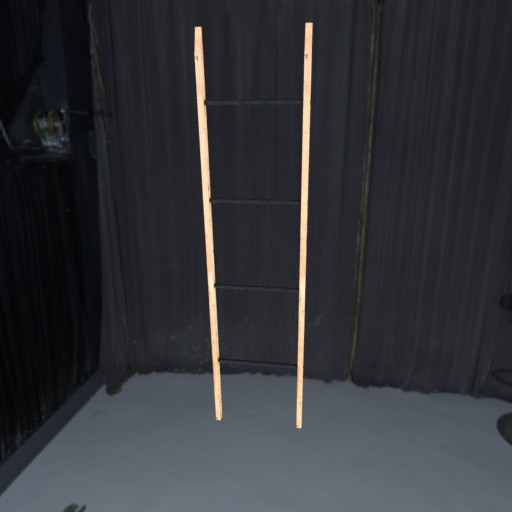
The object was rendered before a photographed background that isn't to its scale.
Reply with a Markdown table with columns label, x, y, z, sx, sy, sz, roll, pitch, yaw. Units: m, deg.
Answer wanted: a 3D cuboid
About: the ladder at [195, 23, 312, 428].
| label | x | y | z | sx | sy | sz | roll | pitch | yaw |
| --- | --- | --- | --- | --- | --- | --- | --- | --- | --- |
| ladder | 0.000 | 0.000 | 1.945 | 0.442 | 1.805 | 0.200 | 2 | 16 | 9 |
